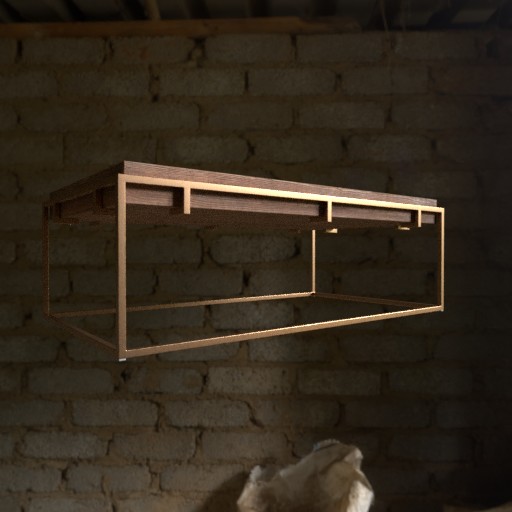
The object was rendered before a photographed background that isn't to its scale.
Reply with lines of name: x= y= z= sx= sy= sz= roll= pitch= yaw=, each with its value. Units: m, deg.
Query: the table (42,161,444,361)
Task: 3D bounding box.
table: x=0.000 y=0.000 z=1.742 sx=1.387 sy=0.468 sz=0.775 roll=-1 pitch=1 yaw=-37
